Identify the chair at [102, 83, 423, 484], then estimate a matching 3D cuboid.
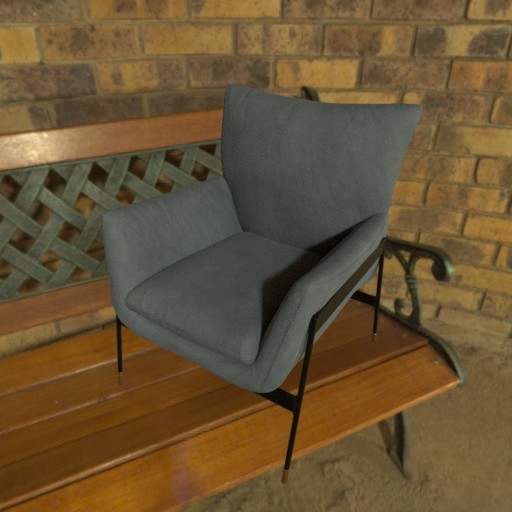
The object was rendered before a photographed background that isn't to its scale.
[{"bbox_3d":[0.000,0.000,1.357,0.678,0.858,0.709,18,35,28],"label":"chair"}]
